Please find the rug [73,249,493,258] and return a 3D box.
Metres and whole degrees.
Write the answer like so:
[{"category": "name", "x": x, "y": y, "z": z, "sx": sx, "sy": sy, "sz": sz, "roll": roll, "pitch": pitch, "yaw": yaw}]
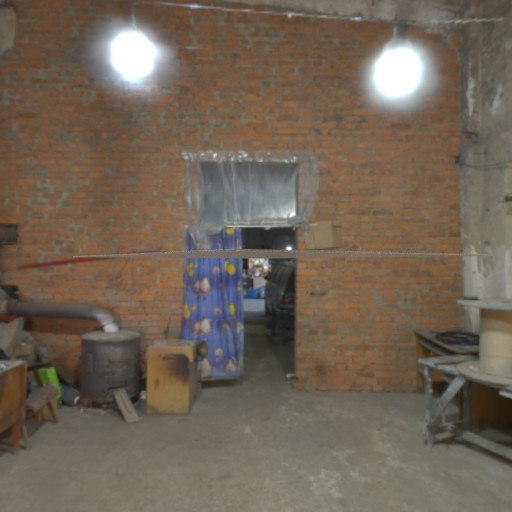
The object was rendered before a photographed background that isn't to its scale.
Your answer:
[{"category": "rug", "x": 0.000, "y": 0.000, "z": 4.035, "sx": 2.451, "sy": 0.011, "sz": 3.072, "roll": 1, "pitch": -1, "yaw": -36}]
